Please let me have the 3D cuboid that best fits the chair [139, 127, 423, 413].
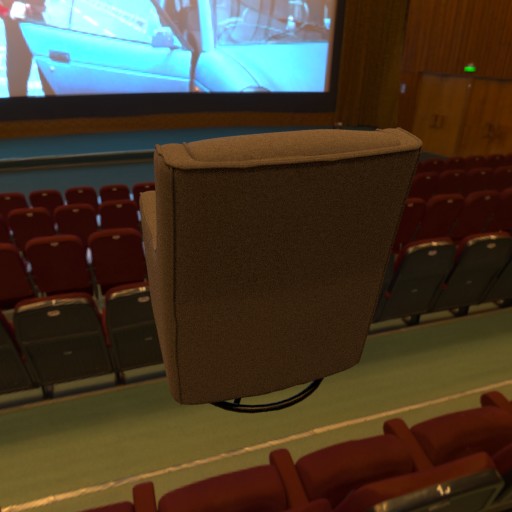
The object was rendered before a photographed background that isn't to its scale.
[{"bbox_3d":[0.000,0.000,1.586,0.732,0.993,0.879,-8,28,-16],"label":"chair"}]
